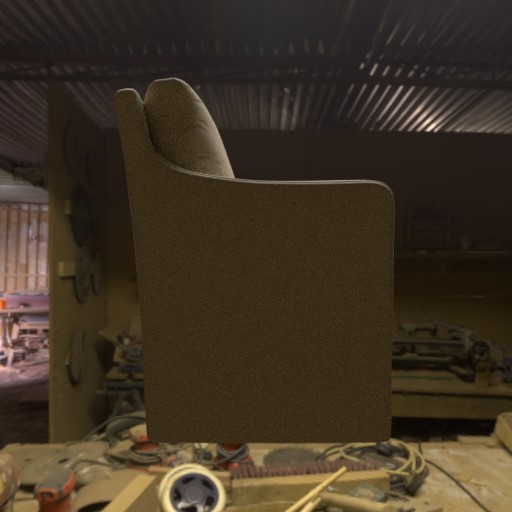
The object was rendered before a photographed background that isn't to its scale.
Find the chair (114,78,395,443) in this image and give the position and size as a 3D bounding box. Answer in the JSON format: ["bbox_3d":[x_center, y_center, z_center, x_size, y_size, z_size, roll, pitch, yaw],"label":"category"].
[{"bbox_3d":[0.000,0.000,1.355,0.694,0.914,0.626,0,0,-1],"label":"chair"}]
